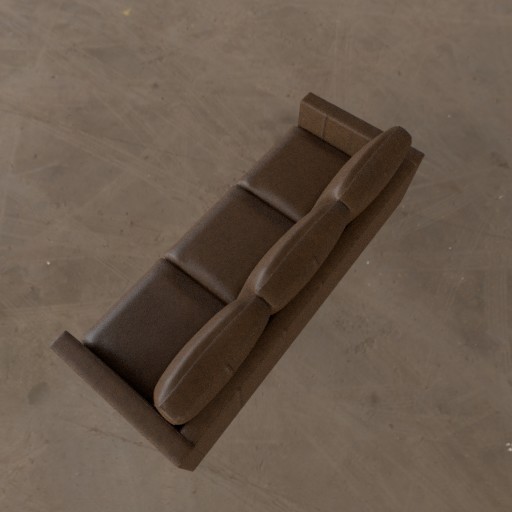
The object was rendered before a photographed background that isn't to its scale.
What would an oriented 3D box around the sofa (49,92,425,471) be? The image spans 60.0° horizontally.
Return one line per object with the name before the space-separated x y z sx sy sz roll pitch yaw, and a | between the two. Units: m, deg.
sofa | 0.000 0.000 2.647 0.903 0.930 2.231 35 68 17
